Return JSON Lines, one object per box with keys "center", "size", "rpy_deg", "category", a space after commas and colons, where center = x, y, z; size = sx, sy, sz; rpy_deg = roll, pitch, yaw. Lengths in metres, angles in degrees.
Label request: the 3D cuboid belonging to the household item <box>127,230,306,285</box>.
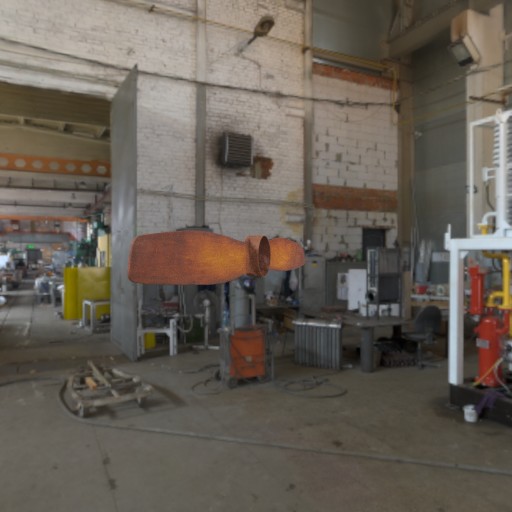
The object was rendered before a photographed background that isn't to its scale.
{"center": [0.000, 0.000, 1.233], "size": [0.051, 0.121, 1.181], "rpy_deg": [0, 0, 19], "category": "household item"}
